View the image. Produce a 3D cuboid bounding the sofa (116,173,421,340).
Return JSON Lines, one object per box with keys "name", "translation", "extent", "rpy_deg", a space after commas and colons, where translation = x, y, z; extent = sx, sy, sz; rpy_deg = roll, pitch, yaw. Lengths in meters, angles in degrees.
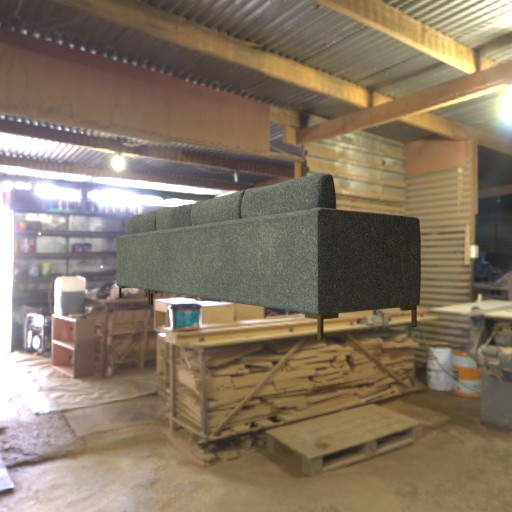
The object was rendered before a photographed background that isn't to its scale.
{"name": "sofa", "translation": [0.000, 0.000, 3.581], "extent": [1.350, 0.810, 2.932], "rpy_deg": [0, -1, -35]}
